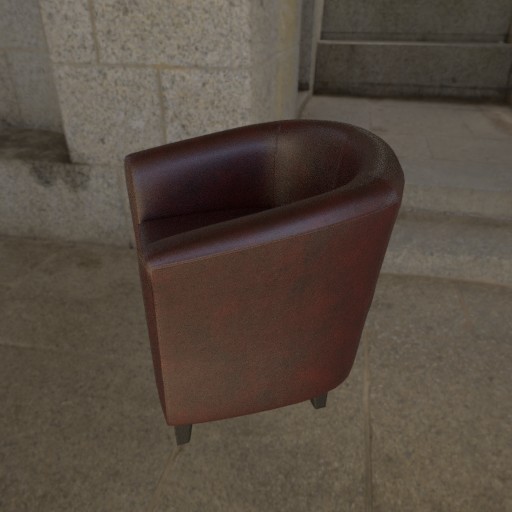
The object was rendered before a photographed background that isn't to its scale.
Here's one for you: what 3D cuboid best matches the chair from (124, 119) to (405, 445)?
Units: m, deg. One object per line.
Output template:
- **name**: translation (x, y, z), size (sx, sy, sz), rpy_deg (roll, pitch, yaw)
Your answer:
- **chair**: translation (0.000, 0.000, 1.413), size (0.727, 0.756, 0.792), rpy_deg (-9, 30, -15)
